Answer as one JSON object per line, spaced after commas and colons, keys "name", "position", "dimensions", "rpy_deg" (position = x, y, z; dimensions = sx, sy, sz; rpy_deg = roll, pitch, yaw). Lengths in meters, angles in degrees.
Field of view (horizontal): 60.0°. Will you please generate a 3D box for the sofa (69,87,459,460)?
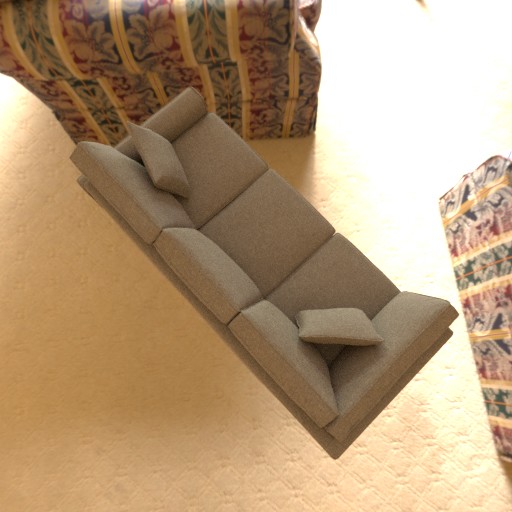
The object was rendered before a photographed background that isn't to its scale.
{"name": "sofa", "position": [0.000, 0.000, 2.899], "dimensions": [1.061, 0.962, 2.317], "rpy_deg": [-42, 80, -10]}
